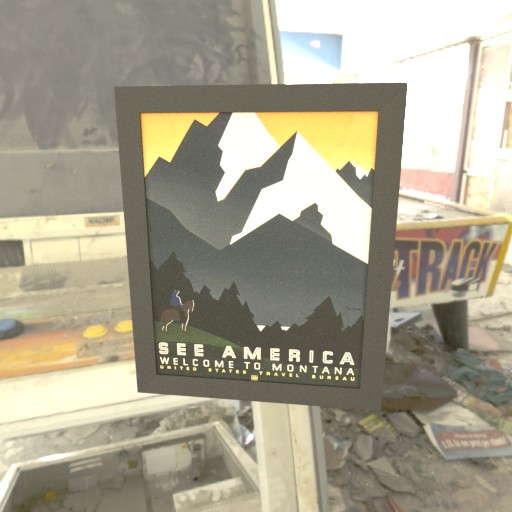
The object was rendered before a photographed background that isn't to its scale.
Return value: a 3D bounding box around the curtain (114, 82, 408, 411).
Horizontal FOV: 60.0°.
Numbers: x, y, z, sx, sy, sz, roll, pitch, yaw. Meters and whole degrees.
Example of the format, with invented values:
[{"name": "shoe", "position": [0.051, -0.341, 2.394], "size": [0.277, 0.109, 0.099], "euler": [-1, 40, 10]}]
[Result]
[{"name": "curtain", "position": [0.000, 0.000, 0.810], "size": [0.483, 0.585, 0.027], "euler": [2, 15, 7]}]
